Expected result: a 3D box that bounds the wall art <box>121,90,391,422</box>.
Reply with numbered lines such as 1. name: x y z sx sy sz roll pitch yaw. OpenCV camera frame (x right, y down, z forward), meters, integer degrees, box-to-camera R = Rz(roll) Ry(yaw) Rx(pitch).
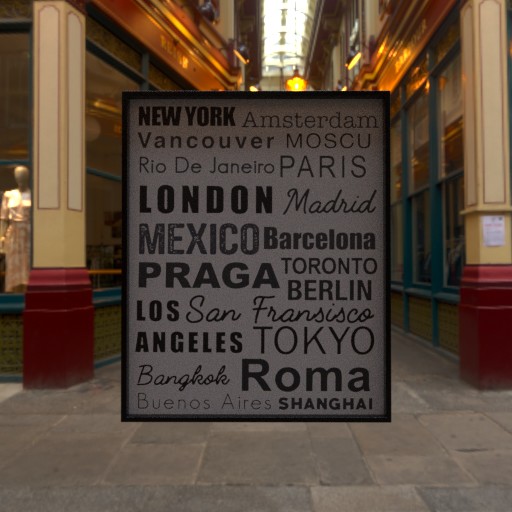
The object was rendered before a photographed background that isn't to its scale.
1. wall art: 0.000 0.000 0.755 0.448 0.551 0.038 0 -1 0
